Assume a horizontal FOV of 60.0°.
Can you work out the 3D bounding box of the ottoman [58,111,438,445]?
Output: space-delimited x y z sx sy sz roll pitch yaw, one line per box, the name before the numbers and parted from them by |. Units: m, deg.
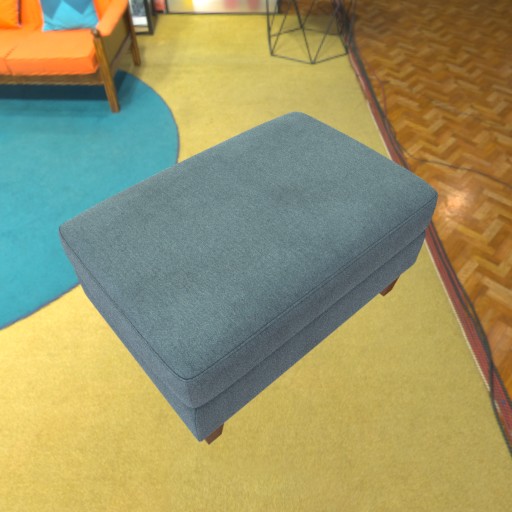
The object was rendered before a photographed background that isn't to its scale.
ottoman | 0.000 0.000 1.270 0.864 0.483 0.584 -33 56 -26
